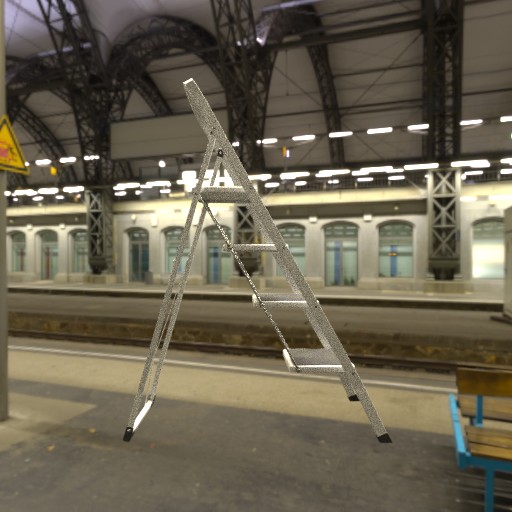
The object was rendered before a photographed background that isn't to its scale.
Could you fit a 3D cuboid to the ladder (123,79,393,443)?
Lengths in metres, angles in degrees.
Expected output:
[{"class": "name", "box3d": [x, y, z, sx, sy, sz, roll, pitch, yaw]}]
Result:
[{"class": "ladder", "box3d": [0.000, 0.000, 1.718, 0.914, 1.265, 0.460, 0, 0, -1]}]
